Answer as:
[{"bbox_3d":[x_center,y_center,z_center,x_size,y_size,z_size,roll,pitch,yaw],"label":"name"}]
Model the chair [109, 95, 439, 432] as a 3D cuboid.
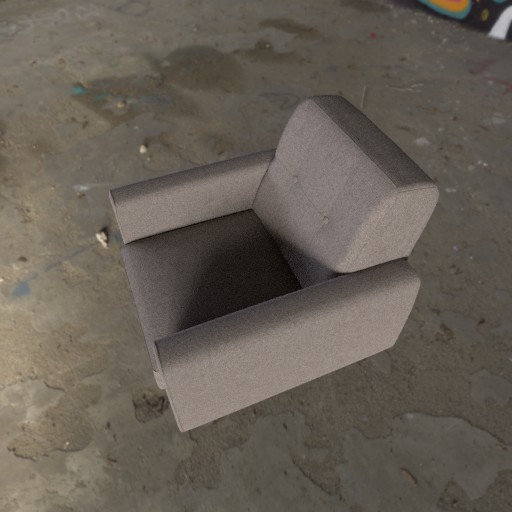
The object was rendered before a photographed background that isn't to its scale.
[{"bbox_3d":[0.000,0.000,1.599,0.907,0.839,0.831,-17,50,-15],"label":"chair"}]
